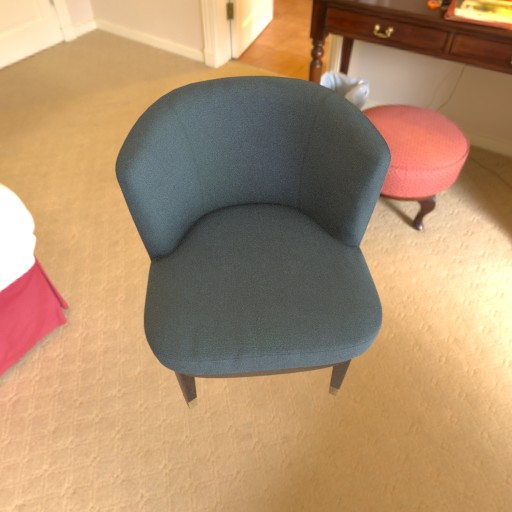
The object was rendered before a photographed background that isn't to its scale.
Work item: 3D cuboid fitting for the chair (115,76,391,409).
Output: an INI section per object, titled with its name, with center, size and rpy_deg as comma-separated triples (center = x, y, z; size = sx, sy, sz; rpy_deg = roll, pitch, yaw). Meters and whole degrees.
[chair]
center = 0.000, 0.000, 1.294
size = 0.661, 0.760, 0.702
rpy_deg = -4, 48, -4
